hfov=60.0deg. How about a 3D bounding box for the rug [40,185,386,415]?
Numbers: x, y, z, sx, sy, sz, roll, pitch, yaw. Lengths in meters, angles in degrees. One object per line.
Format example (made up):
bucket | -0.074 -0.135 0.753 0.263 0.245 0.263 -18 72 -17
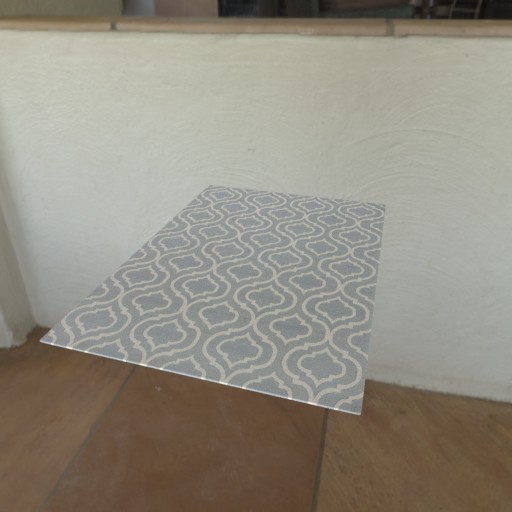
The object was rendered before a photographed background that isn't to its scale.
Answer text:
rug | 0.000 0.000 2.712 1.451 0.010 2.080 9 31 15
